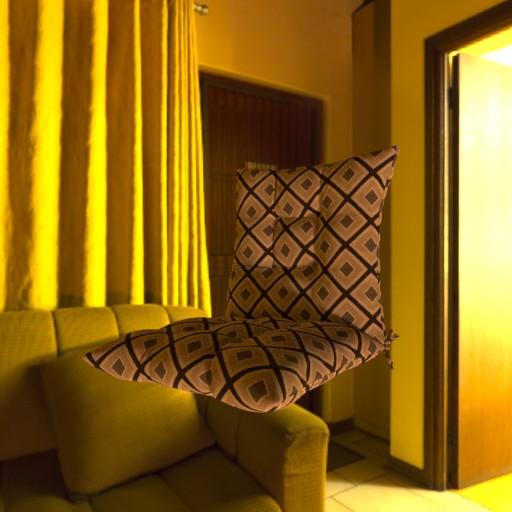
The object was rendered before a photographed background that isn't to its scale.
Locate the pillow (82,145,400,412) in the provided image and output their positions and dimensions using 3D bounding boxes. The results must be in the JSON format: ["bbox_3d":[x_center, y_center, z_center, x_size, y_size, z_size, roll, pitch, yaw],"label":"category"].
[{"bbox_3d":[0.000,0.000,1.024,0.541,0.536,0.585,0,0,36],"label":"pillow"}]
